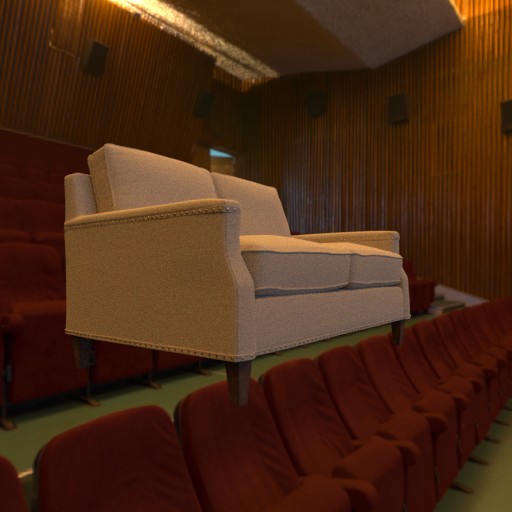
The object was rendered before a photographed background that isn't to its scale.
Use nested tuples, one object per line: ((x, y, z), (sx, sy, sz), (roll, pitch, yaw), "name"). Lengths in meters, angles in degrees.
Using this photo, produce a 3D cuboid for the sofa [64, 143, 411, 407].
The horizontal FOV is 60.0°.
((0.000, 0.000, 2.278), (1.084, 1.003, 1.597), (-2, -3, 37), "sofa")
